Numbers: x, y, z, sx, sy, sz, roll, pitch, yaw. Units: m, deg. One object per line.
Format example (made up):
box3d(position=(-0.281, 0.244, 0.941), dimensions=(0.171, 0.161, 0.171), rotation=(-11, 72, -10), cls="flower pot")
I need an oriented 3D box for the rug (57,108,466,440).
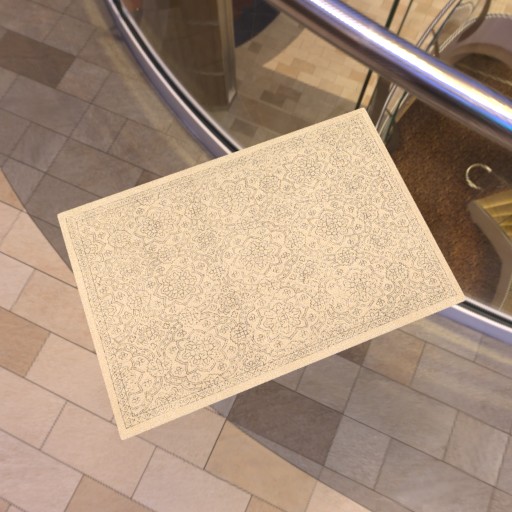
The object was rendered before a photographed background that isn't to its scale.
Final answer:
box3d(position=(0.000, 0.000, 2.325), dimensions=(1.829, 0.010, 1.219), rotation=(-21, 75, -6), cls="rug")
